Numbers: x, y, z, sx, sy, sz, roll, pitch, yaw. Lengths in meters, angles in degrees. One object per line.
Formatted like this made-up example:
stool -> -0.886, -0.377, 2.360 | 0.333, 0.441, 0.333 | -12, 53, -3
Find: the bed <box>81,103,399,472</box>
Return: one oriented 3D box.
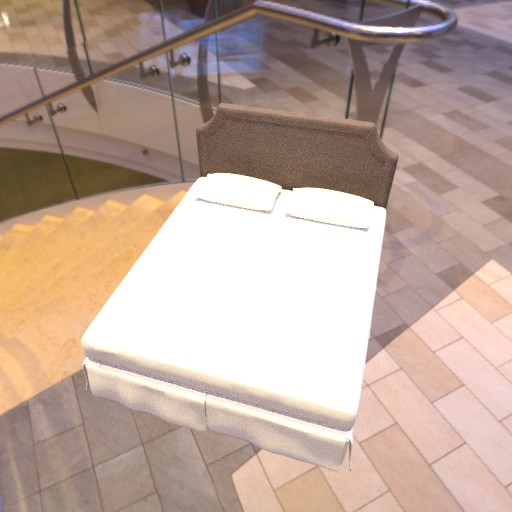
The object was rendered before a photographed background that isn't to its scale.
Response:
bed -> 0.000, 0.000, 4.094 | 2.350, 1.590, 2.773 | 12, 44, 12
